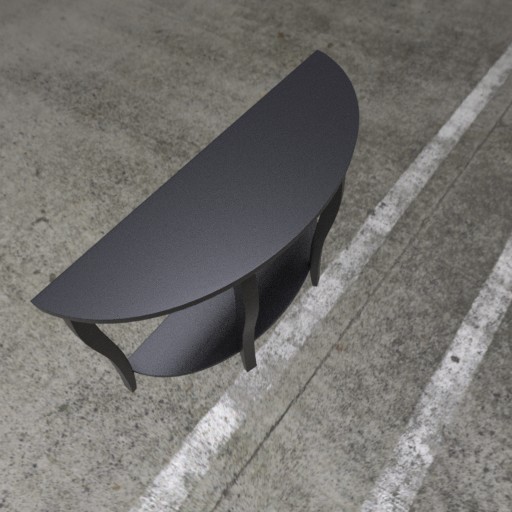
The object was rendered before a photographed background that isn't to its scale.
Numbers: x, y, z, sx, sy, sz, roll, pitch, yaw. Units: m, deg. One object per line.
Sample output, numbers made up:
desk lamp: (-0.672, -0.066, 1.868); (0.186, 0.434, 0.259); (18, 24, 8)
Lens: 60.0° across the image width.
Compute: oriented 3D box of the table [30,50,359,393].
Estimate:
table: (0.000, 0.000, 1.555); (0.394, 0.780, 1.219); (33, 64, 19)
